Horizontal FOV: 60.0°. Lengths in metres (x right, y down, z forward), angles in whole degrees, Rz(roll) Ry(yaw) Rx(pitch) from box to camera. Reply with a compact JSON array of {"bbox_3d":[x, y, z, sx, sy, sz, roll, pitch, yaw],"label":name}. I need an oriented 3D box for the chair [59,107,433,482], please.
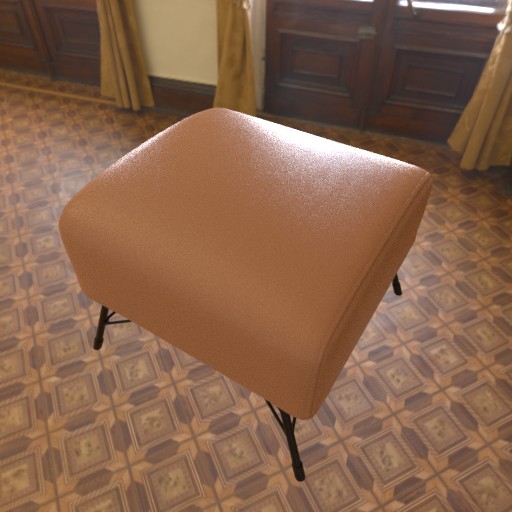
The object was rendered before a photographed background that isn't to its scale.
[{"bbox_3d":[0.000,0.000,0.901,0.530,0.410,0.530,24,49,23],"label":"chair"}]
